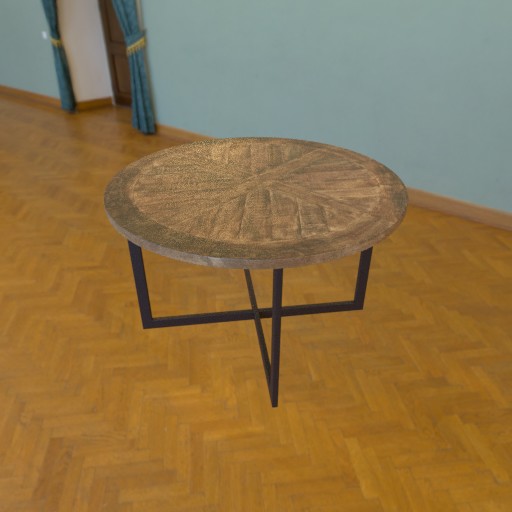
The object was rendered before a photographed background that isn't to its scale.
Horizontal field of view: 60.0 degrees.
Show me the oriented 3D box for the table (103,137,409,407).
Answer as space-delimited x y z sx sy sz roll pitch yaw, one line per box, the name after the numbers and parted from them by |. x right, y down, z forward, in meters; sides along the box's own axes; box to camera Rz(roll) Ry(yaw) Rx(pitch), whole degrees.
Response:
0.000 0.000 2.112 1.264 0.762 1.264 0 32 0 | table
